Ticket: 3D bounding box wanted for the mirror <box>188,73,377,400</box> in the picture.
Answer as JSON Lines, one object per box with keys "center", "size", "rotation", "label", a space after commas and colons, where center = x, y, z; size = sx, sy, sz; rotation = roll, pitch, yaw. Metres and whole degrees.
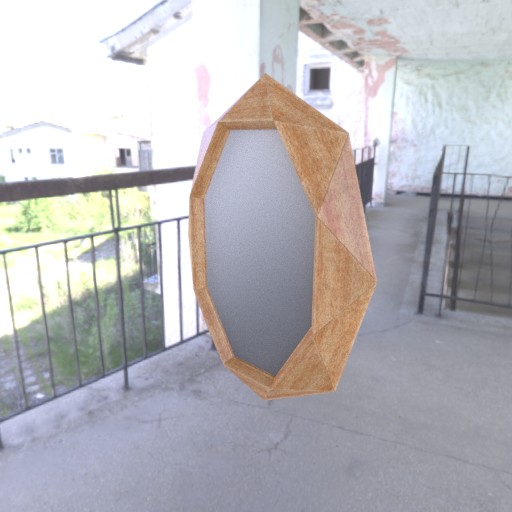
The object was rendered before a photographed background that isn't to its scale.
{"center": [0.000, 0.000, 1.003], "size": [0.577, 0.774, 0.070], "rotation": [15, 22, 42], "label": "mirror"}
